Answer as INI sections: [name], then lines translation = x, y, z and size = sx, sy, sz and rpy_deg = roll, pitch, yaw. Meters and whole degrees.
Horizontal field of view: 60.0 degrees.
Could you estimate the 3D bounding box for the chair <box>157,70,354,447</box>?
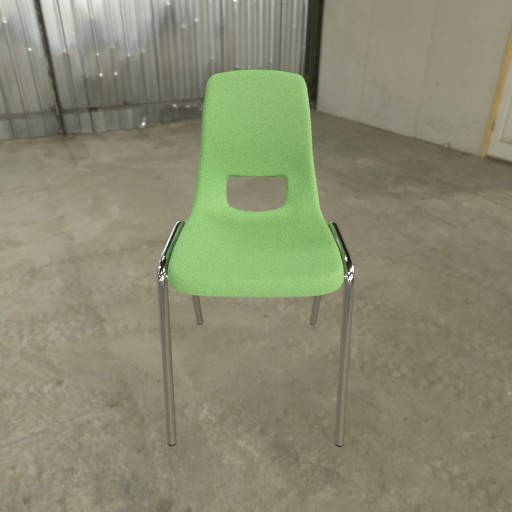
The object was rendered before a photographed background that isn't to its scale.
[chair]
translation = 0.000, 0.000, 0.966
size = 0.381, 0.704, 0.436
rpy_deg = 0, 30, 0
